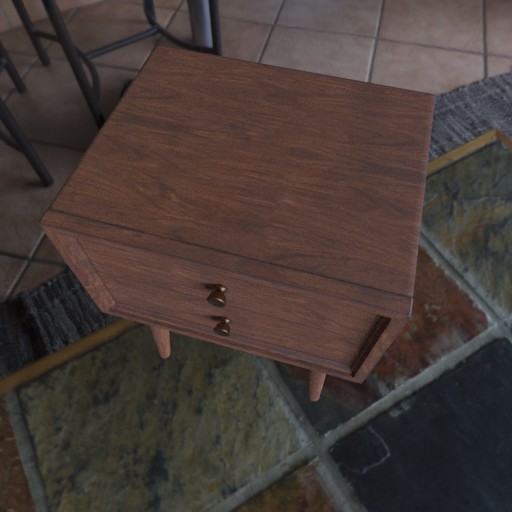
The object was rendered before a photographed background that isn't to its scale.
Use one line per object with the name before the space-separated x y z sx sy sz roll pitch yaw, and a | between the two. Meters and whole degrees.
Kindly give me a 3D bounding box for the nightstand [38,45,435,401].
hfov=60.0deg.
nightstand | 0.000 0.000 0.951 0.521 0.607 0.445 14 60 8
